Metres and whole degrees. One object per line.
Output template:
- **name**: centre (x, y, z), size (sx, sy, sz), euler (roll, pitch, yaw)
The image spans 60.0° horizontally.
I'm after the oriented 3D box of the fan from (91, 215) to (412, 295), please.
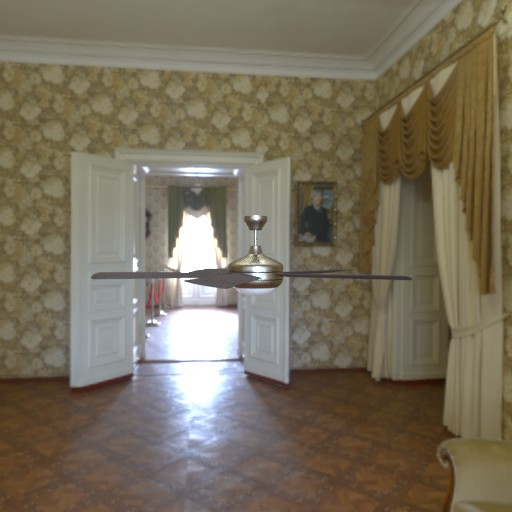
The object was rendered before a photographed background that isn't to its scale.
- **fan**: centre (0.000, 0.000, 1.996), size (1.321, 0.356, 1.321), euler (0, 0, 37)
